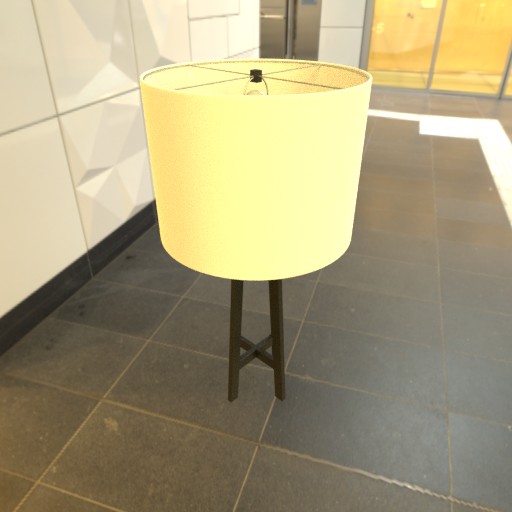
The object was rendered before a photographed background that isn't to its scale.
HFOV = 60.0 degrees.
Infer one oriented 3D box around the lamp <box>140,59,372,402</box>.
[{"bbox_3d":[0.000,0.000,0.626,0.257,0.489,0.257,-1,31,-1],"label":"lamp"}]
